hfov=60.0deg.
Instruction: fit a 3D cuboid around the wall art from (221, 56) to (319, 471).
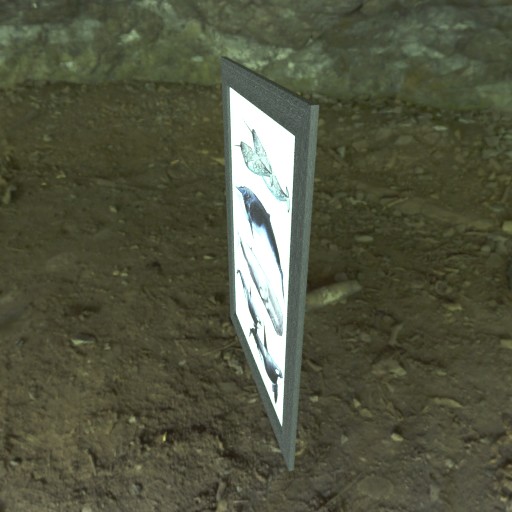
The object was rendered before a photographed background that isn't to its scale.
[{"bbox_3d":[0.000,0.000,1.454,0.016,1.116,0.810,-8,31,-14],"label":"wall art"}]
